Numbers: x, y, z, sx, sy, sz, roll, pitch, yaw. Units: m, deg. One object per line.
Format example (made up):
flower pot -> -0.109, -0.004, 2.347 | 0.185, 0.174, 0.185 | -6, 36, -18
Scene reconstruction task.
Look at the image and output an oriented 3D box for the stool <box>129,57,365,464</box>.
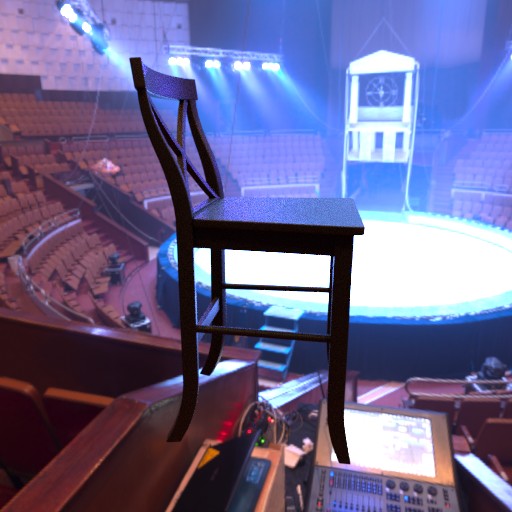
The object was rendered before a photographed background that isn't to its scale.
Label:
stool -> 0.000, 0.000, 1.258 | 0.559, 0.989, 0.452 | 2, 16, 8
